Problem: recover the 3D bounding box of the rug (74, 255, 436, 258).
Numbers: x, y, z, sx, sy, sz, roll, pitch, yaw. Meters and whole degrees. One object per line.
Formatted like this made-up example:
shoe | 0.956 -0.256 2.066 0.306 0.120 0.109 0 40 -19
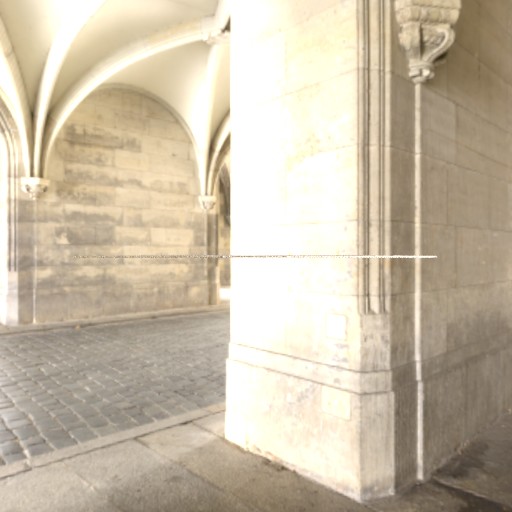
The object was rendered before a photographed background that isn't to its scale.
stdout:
rug | 0.000 0.000 3.045 1.529 0.010 2.440 0 0 0
